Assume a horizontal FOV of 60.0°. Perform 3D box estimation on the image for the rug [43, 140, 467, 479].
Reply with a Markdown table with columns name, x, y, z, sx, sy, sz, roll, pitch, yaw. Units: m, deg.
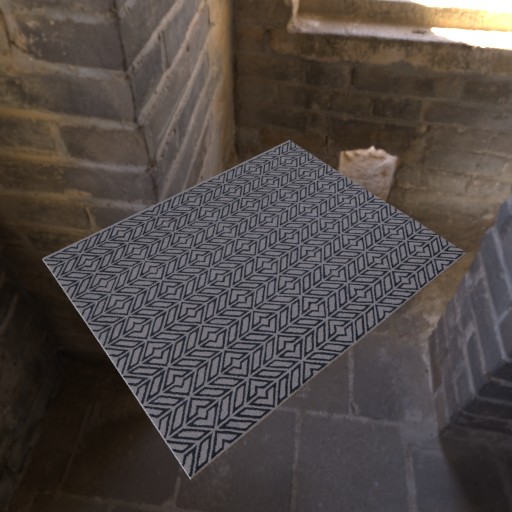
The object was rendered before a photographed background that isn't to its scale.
| name | x | y | z | sx | sy | sz | roll | pitch | yaw |
| --- | --- | --- | --- | --- | --- | --- | --- | --- | --- |
| rug | 0.000 | 0.000 | 4.054 | 3.045 | 0.008 | 2.421 | -31 | 54 | -26 |
